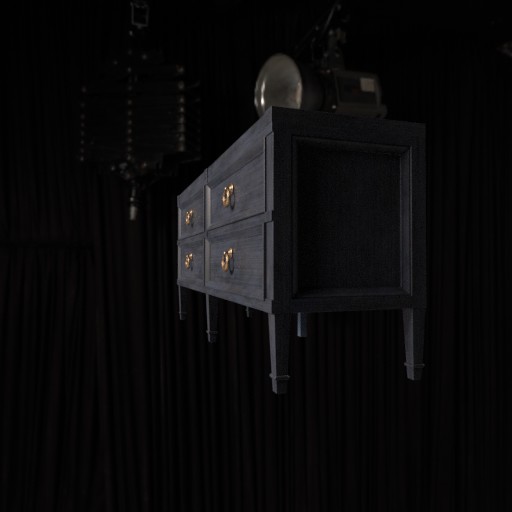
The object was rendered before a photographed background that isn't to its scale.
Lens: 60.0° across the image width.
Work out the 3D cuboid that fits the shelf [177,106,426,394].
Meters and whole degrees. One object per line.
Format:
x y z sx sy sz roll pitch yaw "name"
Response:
0.000 0.000 1.911 0.479 0.719 1.575 0 -1 -18 "shelf"
